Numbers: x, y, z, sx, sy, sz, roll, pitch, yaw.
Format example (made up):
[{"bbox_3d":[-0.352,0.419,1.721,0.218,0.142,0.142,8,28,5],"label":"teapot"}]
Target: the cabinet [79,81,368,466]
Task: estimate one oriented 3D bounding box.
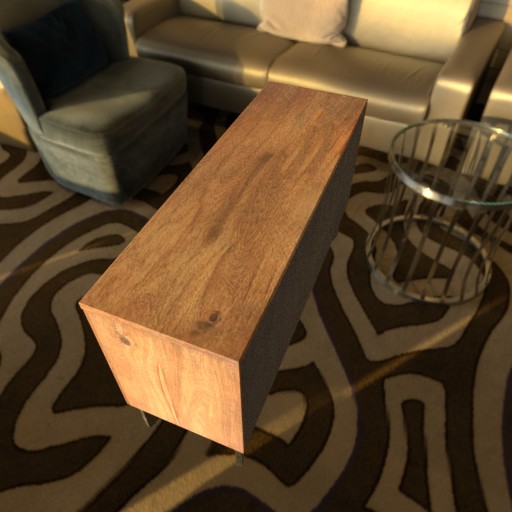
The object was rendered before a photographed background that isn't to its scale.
[{"bbox_3d":[0.000,0.000,1.826,0.480,0.812,1.373,17,49,15],"label":"cabinet"}]
